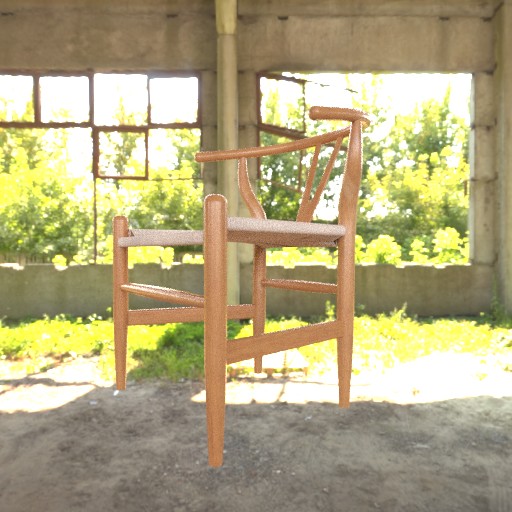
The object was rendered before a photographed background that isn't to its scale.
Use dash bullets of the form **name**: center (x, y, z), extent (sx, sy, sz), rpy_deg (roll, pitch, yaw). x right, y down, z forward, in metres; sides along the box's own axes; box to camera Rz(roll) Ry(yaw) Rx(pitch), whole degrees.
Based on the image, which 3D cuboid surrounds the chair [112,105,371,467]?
- **chair**: center (0.000, 0.000, 1.149), extent (0.579, 0.730, 0.569), rpy_deg (0, 0, -35)
